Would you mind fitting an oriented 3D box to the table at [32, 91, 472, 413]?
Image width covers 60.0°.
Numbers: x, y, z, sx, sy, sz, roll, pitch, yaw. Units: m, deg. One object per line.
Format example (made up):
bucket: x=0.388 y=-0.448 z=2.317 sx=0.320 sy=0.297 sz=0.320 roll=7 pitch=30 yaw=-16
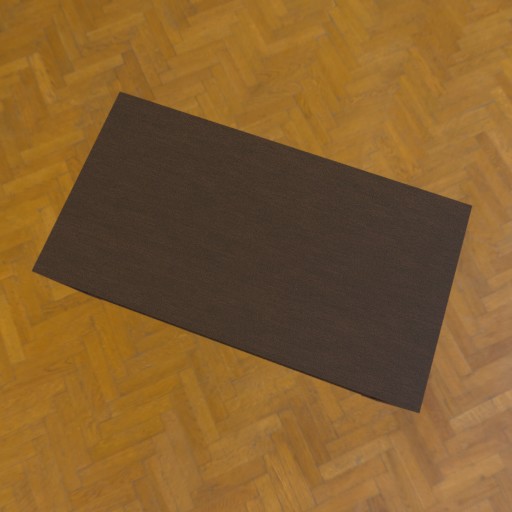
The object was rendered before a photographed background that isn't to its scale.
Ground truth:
table: x=0.000 y=0.000 z=1.449 sx=1.099 sy=0.424 sz=0.597 roll=19 pitch=77 yaw=5
